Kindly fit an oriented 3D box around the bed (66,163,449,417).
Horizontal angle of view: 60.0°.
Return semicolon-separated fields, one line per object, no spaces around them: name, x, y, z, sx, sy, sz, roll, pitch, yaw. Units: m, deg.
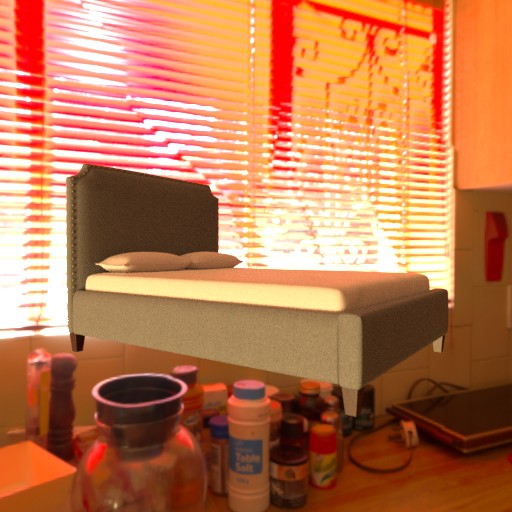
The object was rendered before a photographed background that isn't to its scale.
bed;0.000;0.000;3.347;2.372;1.443;1.712;1;1;36
